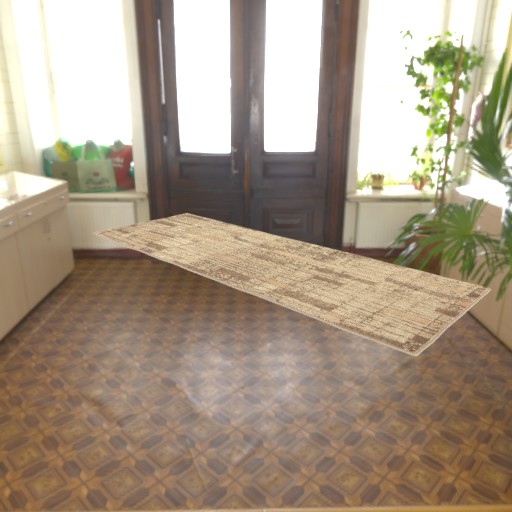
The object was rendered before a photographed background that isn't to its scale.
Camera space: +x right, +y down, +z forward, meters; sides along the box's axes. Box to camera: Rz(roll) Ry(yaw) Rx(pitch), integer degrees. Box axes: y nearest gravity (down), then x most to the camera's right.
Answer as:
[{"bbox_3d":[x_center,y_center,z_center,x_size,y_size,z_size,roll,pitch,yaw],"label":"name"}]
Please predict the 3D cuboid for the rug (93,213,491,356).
[{"bbox_3d":[0.000,0.000,2.652,2.383,0.018,0.857,17,25,41],"label":"rug"}]
